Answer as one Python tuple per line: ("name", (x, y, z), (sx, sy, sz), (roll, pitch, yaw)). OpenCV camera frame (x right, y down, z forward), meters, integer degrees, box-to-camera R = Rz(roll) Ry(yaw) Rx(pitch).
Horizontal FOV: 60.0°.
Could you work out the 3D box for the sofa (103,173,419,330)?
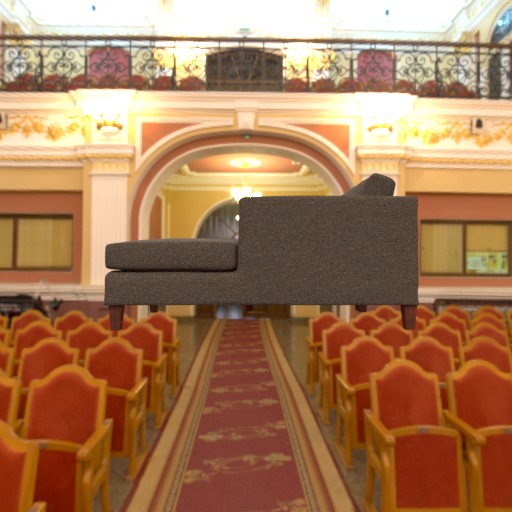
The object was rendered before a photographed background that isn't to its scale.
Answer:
("sofa", (0.000, 0.000, 3.827), (1.625, 0.846, 3.186), (0, -2, -1))
